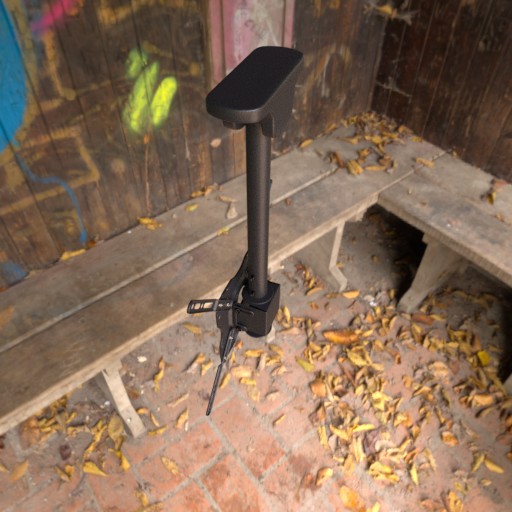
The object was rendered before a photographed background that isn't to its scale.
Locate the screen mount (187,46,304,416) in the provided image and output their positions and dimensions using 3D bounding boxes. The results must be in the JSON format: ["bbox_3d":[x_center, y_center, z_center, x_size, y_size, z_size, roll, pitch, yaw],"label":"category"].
[{"bbox_3d":[0.000,0.000,0.877,0.090,0.729,0.393,16,48,15],"label":"screen mount"}]
